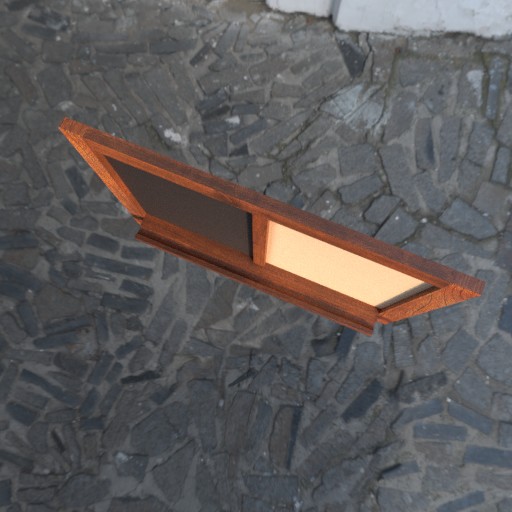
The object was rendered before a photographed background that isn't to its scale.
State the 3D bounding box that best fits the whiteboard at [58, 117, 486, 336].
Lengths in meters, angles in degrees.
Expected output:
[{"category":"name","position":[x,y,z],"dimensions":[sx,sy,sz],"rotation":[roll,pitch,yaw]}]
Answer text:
[{"category":"whiteboard","position":[0.000,0.000,1.008],"dimensions":[0.768,0.553,0.083],"rotation":[22,77,5]}]
